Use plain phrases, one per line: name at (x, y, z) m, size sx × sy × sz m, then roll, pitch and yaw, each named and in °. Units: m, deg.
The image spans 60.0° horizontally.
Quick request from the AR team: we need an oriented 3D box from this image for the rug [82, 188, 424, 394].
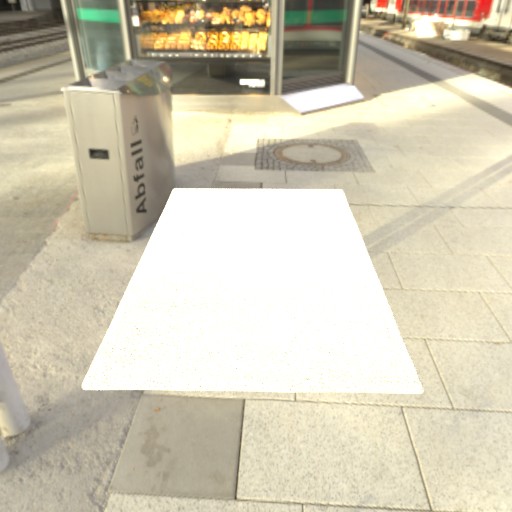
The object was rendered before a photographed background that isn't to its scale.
rug at (0.000, 0.000, 3.466) m, size 1.778 × 0.030 × 2.743 m, roll 0°, pitch 31°, yaw 1°
